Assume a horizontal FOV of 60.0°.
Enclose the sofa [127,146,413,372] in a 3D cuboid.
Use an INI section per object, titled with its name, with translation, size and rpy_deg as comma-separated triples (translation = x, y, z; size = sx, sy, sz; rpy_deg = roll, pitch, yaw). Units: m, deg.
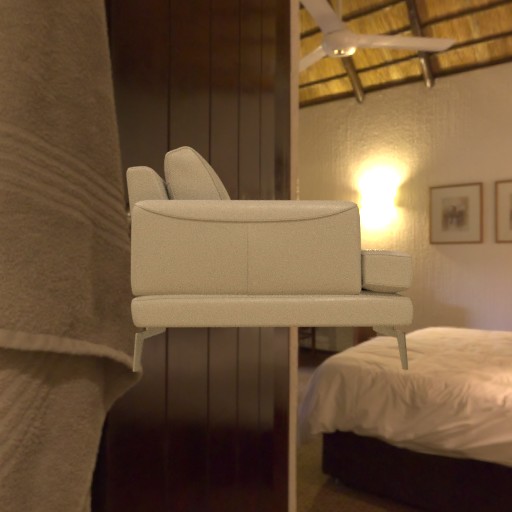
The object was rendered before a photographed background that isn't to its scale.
[sofa]
translation = 0.000, 0.000, 2.367
size = 0.974, 0.765, 1.940
rpy_deg = 0, -1, -1
